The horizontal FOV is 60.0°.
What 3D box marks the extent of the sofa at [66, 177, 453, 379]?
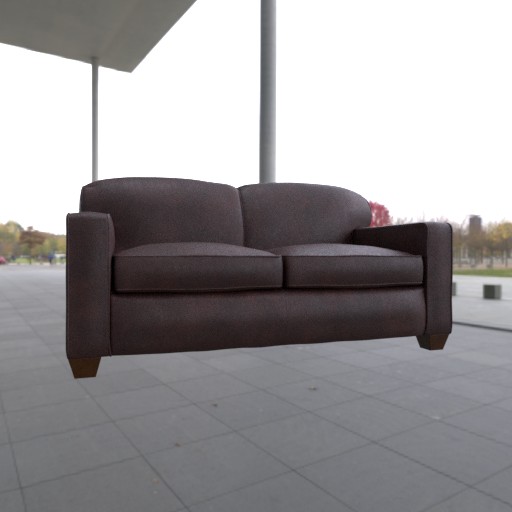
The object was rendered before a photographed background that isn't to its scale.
[{"bbox_3d":[0.000,0.000,2.422,1.856,0.966,1.000,0,0,-18],"label":"sofa"}]
